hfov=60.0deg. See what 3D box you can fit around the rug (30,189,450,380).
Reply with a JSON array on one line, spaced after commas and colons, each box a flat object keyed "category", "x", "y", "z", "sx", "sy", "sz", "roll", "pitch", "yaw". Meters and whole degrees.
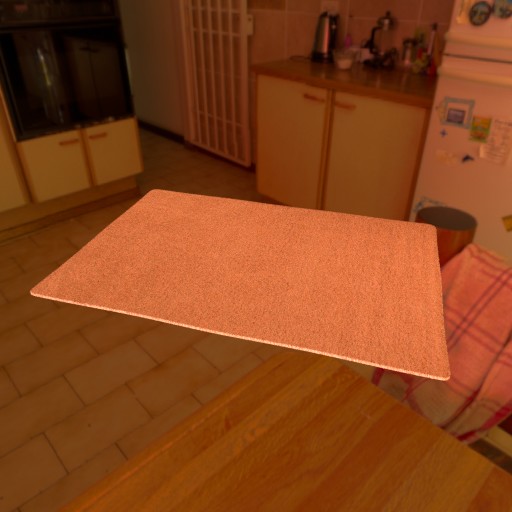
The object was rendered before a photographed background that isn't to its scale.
[{"category": "rug", "x": 0.000, "y": 0.000, "z": 3.417, "sx": 2.700, "sy": 0.024, "sz": 1.801, "roll": 9, "pitch": 34, "yaw": 14}]
